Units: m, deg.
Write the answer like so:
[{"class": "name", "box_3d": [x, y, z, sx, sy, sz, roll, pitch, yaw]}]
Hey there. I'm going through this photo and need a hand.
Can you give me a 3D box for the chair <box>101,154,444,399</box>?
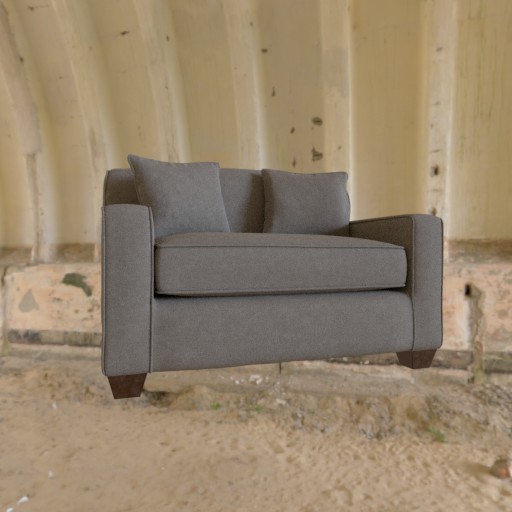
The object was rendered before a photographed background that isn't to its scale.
[{"class": "chair", "box_3d": [0.000, 0.000, 2.092, 1.395, 0.953, 0.992, 0, 0, -19]}]
